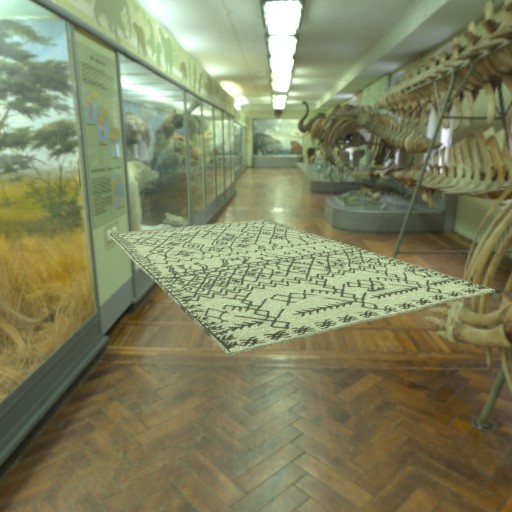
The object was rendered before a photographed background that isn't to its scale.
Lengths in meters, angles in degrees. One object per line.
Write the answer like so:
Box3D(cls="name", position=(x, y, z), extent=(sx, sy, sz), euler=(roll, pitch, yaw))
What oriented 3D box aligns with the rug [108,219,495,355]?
Box3D(cls="rug", position=(0.000, 0.000, 4.704), extent=(2.393, 0.019, 3.824), euler=(-8, 16, -27))
